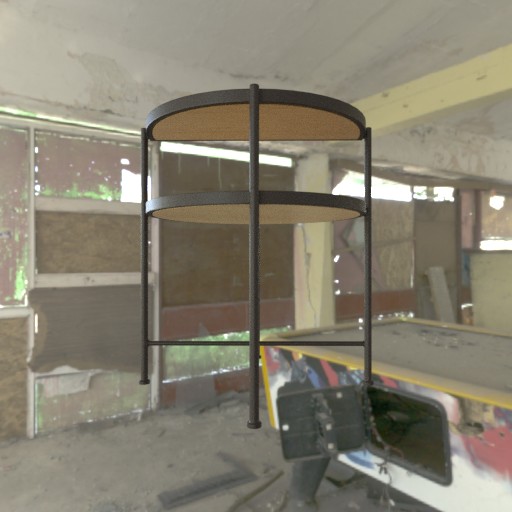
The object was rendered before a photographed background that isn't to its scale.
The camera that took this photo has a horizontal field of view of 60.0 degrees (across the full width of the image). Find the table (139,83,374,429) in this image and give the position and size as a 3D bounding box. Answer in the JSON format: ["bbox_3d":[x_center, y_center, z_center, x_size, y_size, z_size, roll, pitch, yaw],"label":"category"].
[{"bbox_3d":[0.000,0.000,1.188,0.629,0.684,0.628,0,0,1],"label":"table"}]
